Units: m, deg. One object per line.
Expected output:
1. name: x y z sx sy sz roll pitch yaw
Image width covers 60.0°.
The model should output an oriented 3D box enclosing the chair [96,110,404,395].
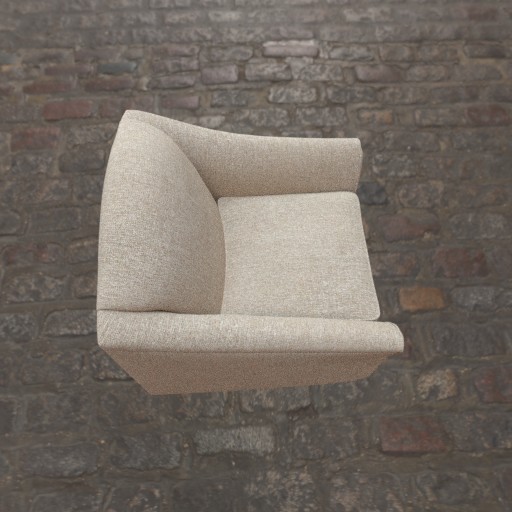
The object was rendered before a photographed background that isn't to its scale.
1. chair: 0.000 0.000 1.464 0.787 0.839 0.763 -3 62 -1
